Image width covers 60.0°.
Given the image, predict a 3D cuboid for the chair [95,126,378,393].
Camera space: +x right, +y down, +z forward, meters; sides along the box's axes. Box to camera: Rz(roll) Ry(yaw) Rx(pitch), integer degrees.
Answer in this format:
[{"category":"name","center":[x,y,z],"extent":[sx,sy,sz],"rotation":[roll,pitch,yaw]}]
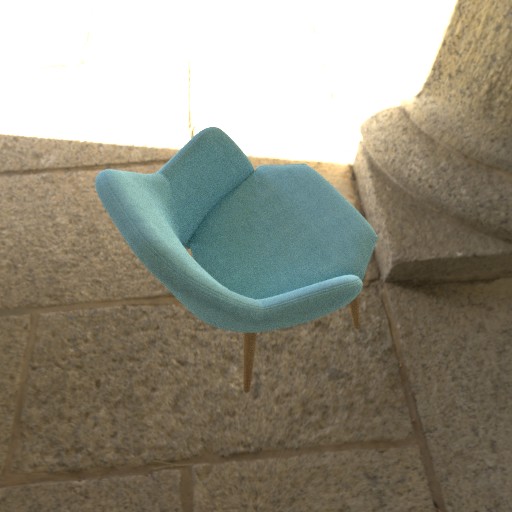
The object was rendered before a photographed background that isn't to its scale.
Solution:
[{"category":"chair","center":[0.000,0.000,1.217],"extent":[0.610,0.840,0.590],"rotation":[-30,63,-17]}]
